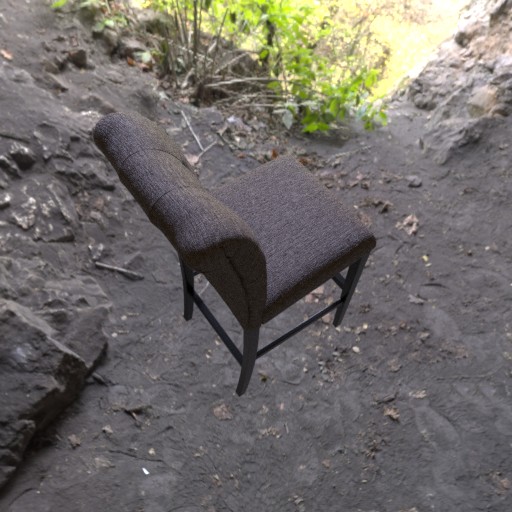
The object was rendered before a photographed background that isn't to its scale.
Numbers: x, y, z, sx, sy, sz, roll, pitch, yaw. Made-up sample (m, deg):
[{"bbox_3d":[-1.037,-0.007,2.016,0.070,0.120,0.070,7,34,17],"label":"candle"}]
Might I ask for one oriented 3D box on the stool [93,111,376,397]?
[{"bbox_3d":[0.000,0.000,1.435,0.613,1.131,0.452,-32,64,-18],"label":"stool"}]
